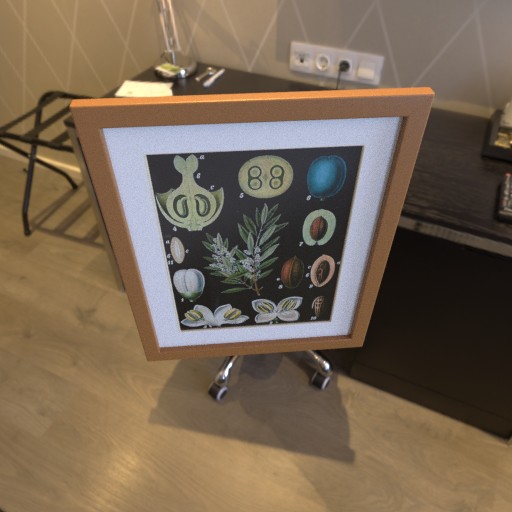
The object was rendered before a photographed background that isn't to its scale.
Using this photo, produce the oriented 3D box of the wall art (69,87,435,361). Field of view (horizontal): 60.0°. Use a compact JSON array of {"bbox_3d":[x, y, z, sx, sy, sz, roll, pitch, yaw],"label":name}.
[{"bbox_3d":[0.000,0.000,0.510,0.310,0.379,0.015,-3,44,-3],"label":"wall art"}]
